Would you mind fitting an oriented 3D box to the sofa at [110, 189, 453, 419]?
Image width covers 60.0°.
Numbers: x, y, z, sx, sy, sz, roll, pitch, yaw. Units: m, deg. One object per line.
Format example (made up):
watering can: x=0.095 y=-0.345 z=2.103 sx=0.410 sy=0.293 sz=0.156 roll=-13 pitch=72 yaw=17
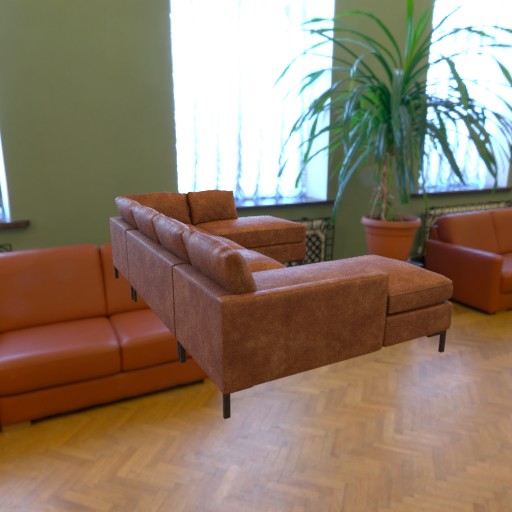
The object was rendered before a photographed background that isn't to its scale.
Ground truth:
sofa: x=0.000 y=0.000 z=3.855 sx=1.939 sy=0.900 sz=2.956 roll=-7 pitch=16 yaw=-27
